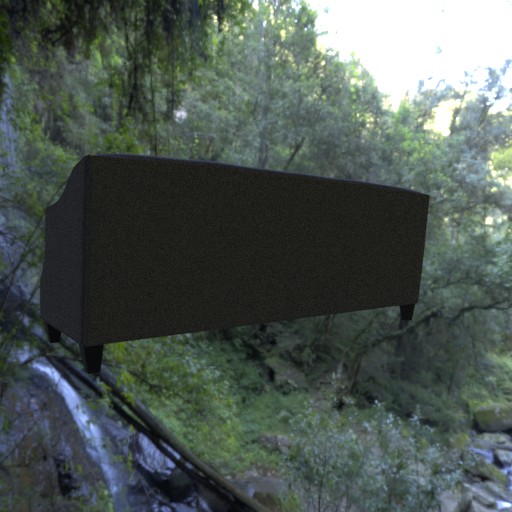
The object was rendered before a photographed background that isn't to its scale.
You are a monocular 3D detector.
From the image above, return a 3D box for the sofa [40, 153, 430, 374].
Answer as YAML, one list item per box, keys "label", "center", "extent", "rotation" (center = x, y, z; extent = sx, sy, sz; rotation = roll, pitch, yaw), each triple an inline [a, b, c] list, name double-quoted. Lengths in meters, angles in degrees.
- label: "sofa"
  center: [0.000, 0.000, 2.673]
  extent: [2.235, 0.901, 0.914]
  rotation: [-1, 2, -36]
